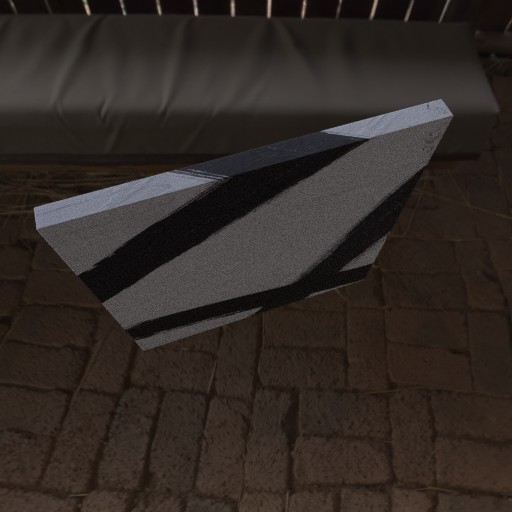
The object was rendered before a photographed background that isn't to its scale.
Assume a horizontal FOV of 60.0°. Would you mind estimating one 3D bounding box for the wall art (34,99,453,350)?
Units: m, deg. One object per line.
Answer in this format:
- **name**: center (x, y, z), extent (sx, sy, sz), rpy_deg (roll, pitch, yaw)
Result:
- **wall art**: center (0.000, 0.000, 1.124), extent (0.765, 0.765, 0.046), rpy_deg (-17, 65, -8)
